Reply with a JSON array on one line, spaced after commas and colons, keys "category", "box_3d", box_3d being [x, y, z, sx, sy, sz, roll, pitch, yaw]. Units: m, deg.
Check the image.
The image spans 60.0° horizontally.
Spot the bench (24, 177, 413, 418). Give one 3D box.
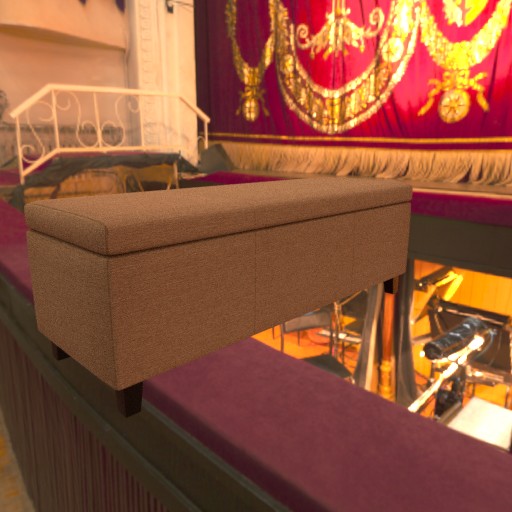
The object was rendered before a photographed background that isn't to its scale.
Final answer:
[{"category": "bench", "box_3d": [0.000, 0.000, 1.445, 1.269, 0.438, 0.446, -14, 19, -43]}]
